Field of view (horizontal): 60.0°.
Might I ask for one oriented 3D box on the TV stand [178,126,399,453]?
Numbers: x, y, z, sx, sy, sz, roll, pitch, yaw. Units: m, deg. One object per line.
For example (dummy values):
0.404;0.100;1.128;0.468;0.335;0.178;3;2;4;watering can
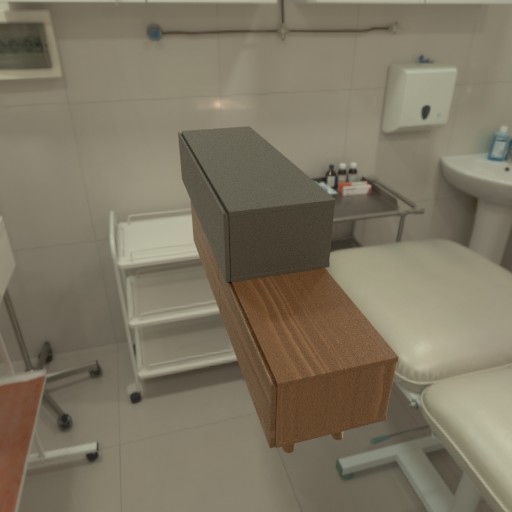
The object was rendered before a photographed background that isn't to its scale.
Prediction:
0.000;0.000;1.579;0.329;0.591;1.336;-8;30;-14;TV stand
